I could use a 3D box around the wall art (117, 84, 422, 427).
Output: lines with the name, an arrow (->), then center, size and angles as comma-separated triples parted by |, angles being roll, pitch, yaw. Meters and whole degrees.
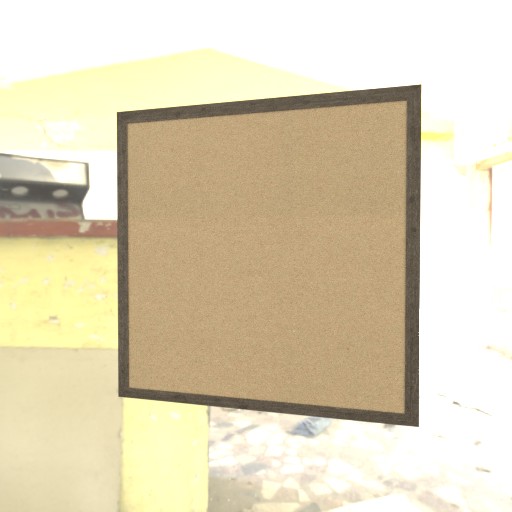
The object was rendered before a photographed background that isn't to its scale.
wall art -> 0.000, 0.000, 0.656 | 0.457, 0.457, 0.013 | 0, 1, 15
